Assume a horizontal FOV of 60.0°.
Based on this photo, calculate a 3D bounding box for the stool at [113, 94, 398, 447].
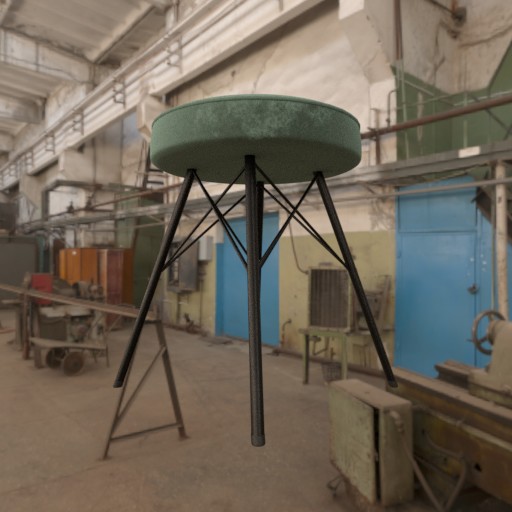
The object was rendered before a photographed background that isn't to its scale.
[{"bbox_3d":[0.000,0.000,0.878,0.457,0.519,0.458,0,-1,-37],"label":"stool"}]
